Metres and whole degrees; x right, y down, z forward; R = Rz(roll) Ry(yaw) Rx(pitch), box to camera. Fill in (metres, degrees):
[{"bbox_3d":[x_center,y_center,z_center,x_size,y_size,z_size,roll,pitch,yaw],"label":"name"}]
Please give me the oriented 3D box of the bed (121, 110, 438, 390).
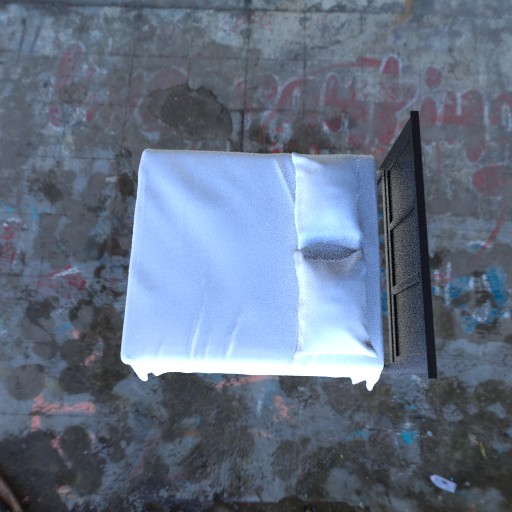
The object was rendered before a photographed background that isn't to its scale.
[{"bbox_3d":[0.000,0.000,3.238,2.050,1.270,1.870,2,75,0],"label":"bed"}]
